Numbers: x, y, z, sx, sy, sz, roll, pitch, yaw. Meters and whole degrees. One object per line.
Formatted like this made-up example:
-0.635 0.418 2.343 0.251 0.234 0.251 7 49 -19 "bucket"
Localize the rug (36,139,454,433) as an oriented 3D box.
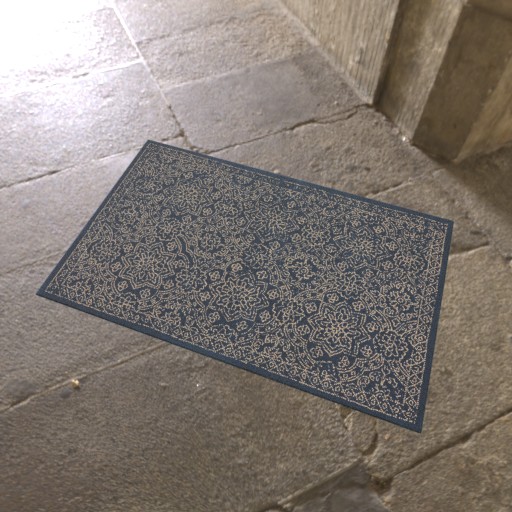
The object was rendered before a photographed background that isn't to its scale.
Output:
0.000 0.000 2.991 2.441 0.015 1.526 17 58 11 "rug"
